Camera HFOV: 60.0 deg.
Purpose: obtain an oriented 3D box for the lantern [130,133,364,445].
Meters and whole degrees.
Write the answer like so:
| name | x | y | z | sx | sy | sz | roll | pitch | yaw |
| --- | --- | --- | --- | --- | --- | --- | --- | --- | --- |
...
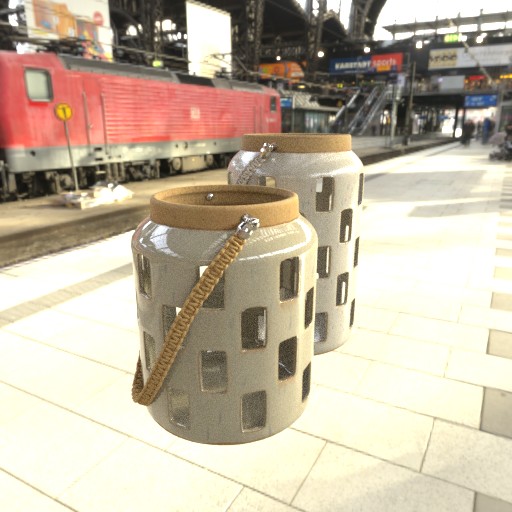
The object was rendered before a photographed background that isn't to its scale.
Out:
| name | x | y | z | sx | sy | sz | roll | pitch | yaw |
| --- | --- | --- | --- | --- | --- | --- | --- | --- | --- |
| lantern | 0.000 | 0.000 | 0.488 | 0.184 | 0.255 | 0.347 | 8 | 18 | 25 |
